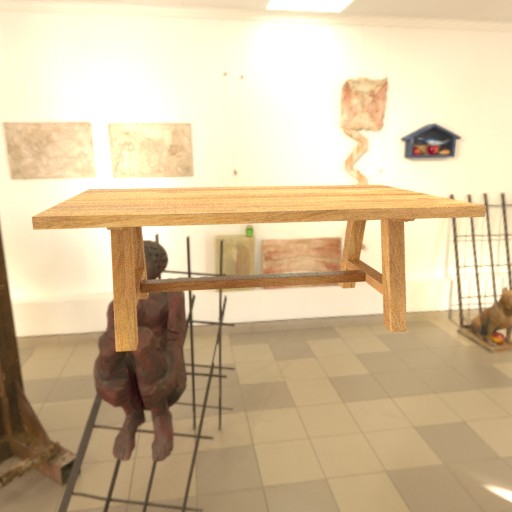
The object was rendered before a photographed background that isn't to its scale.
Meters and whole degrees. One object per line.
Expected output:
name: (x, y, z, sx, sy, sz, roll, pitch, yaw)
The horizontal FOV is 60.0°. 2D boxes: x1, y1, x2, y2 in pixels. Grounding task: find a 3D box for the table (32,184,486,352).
table: (0.000, 0.000, 1.686, 1.320, 0.455, 0.760, -2, 14, -9)
